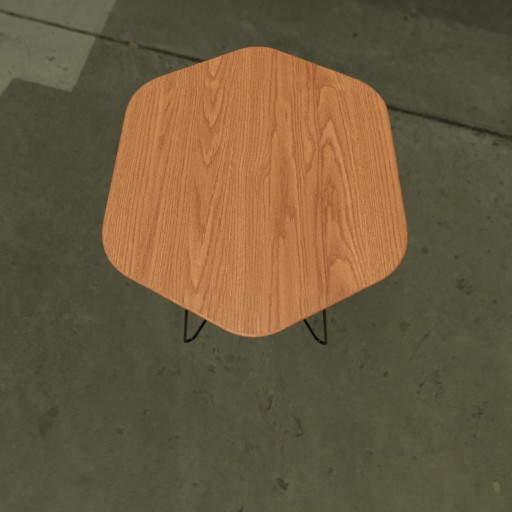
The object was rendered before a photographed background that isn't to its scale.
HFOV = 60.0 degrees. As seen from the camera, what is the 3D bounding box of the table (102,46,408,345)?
[{"bbox_3d":[0.000,0.000,0.875,0.400,0.562,0.500,1,63,0],"label":"table"}]
